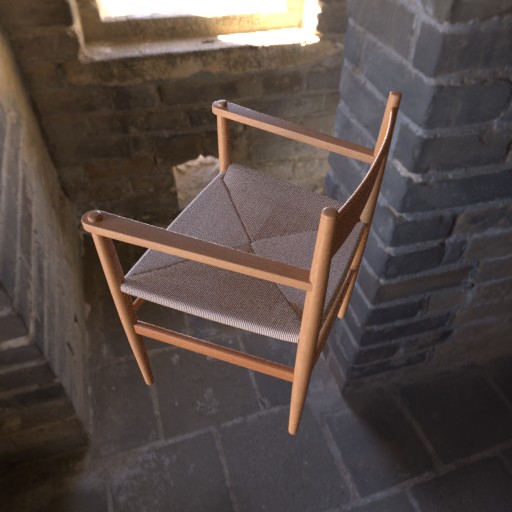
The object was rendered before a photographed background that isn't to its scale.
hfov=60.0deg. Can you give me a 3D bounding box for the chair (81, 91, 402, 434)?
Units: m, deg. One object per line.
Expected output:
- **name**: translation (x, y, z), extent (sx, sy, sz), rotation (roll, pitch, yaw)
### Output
- **chair**: translation (0.000, 0.000, 1.118), extent (0.495, 0.762, 0.556), rotation (19, 48, 18)
